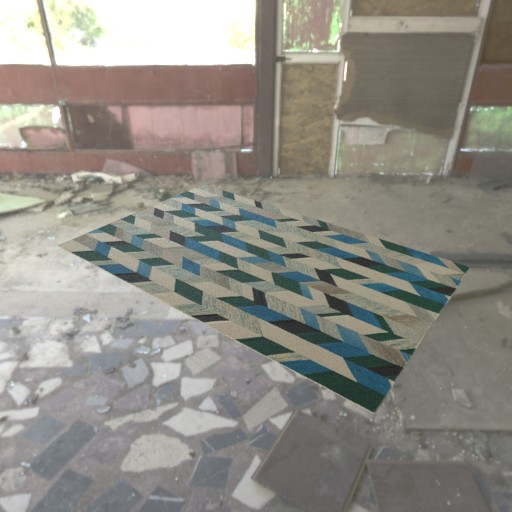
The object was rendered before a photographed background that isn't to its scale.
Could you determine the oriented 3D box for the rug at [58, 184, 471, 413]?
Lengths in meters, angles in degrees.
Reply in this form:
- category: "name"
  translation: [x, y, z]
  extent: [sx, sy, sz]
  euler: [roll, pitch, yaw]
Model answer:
- category: "rug"
  translation: [0.000, 0.000, 3.043]
  extent: [2.433, 0.007, 1.507]
  euler: [21, 37, 32]
